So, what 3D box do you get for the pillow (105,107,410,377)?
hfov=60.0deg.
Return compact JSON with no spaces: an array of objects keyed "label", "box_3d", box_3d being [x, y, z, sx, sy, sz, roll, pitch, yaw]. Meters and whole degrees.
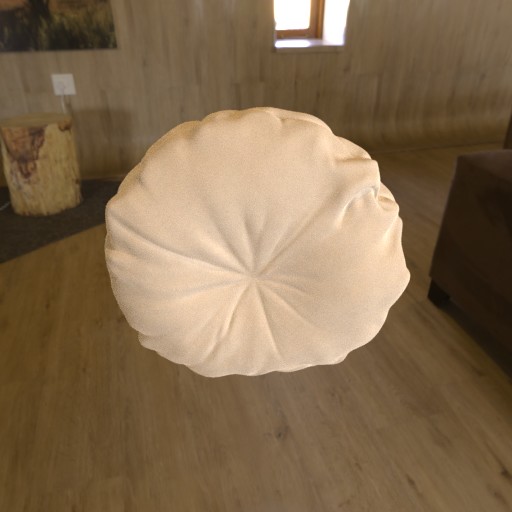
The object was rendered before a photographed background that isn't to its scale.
[{"label":"pillow","box_3d":[0.000,0.000,0.636,0.428,0.407,0.148,0,30,0]}]
